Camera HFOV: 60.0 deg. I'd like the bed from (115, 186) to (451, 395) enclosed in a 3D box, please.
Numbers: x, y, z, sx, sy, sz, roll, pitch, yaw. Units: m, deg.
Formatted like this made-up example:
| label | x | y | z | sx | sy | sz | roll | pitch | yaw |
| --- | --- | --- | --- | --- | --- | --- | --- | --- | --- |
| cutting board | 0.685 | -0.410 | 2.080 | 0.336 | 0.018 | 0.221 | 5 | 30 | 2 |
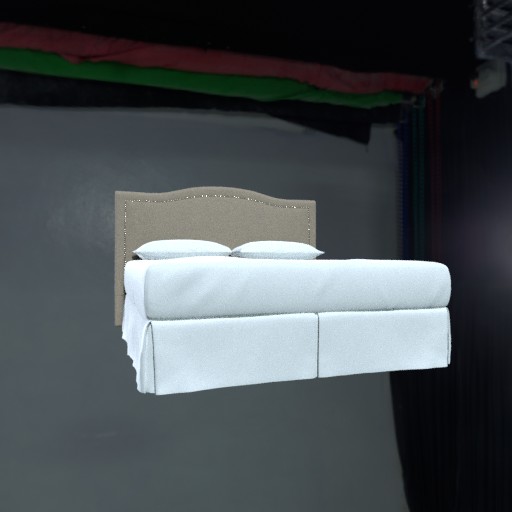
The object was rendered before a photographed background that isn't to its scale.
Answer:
| label | x | y | z | sx | sy | sz | roll | pitch | yaw |
| --- | --- | --- | --- | --- | --- | --- | --- | --- | --- |
| bed | 0.000 | 0.000 | 3.518 | 2.083 | 1.421 | 2.182 | 0 | 0 | -19 |
